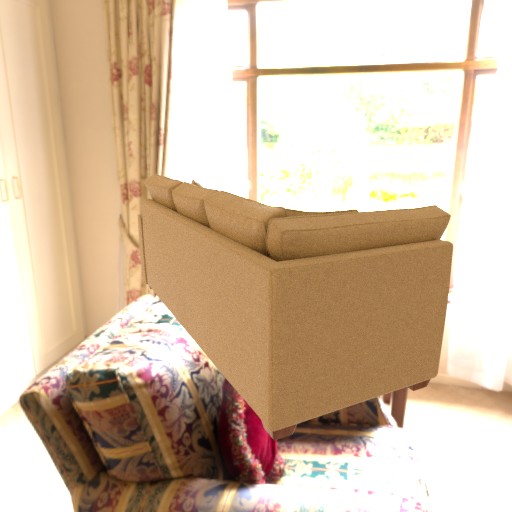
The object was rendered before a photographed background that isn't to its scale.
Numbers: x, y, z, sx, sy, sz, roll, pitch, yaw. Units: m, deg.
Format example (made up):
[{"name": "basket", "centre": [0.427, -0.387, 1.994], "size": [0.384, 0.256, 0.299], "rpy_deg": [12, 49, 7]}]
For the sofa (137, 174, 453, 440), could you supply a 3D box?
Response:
[{"name": "sofa", "centre": [0.000, 0.000, 2.935], "size": [1.061, 0.962, 2.317], "rpy_deg": [-7, 17, -26]}]
